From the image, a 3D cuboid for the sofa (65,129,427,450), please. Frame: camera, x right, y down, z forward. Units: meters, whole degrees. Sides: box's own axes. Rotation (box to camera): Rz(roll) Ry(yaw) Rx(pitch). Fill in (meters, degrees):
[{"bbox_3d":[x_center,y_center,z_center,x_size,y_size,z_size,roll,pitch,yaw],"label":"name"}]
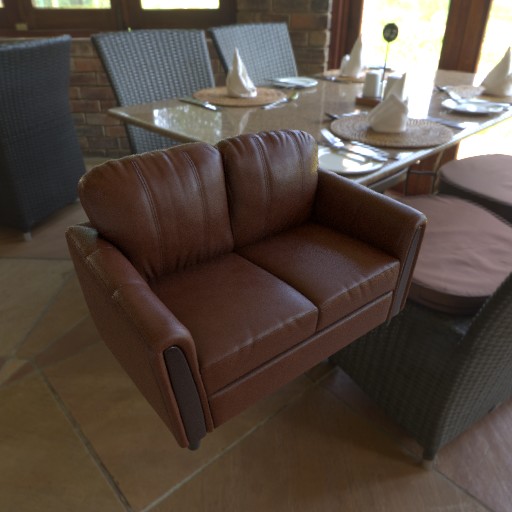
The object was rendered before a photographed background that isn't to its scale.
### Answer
[{"bbox_3d":[0.000,0.000,1.961,1.406,0.906,0.805,-22,37,-33],"label":"sofa"}]
